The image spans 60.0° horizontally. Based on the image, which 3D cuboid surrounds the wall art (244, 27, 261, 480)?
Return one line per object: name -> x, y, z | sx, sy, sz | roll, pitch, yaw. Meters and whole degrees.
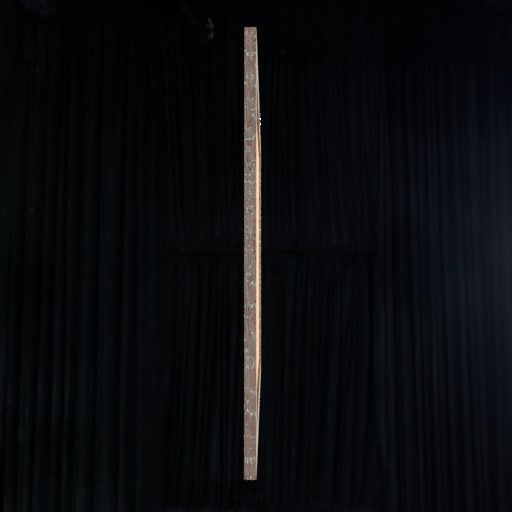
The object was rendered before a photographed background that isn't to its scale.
wall art -> 0.000, 0.000, 0.568 | 0.012, 0.384, 0.384 | 0, -1, 1
